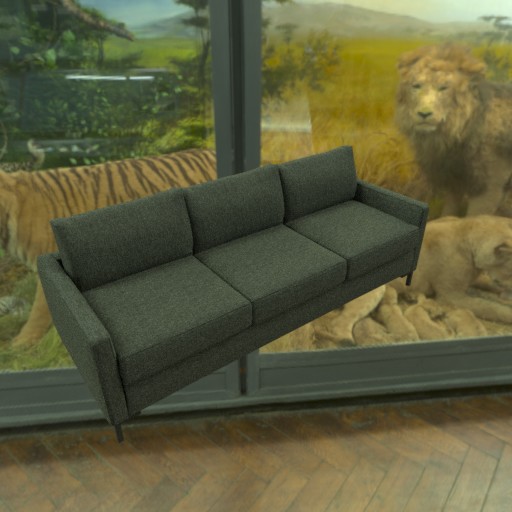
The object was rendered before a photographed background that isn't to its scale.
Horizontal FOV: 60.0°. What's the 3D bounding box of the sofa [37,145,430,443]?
[{"bbox_3d":[0.000,0.000,2.669,2.253,0.879,0.876,-21,36,-31],"label":"sofa"}]
